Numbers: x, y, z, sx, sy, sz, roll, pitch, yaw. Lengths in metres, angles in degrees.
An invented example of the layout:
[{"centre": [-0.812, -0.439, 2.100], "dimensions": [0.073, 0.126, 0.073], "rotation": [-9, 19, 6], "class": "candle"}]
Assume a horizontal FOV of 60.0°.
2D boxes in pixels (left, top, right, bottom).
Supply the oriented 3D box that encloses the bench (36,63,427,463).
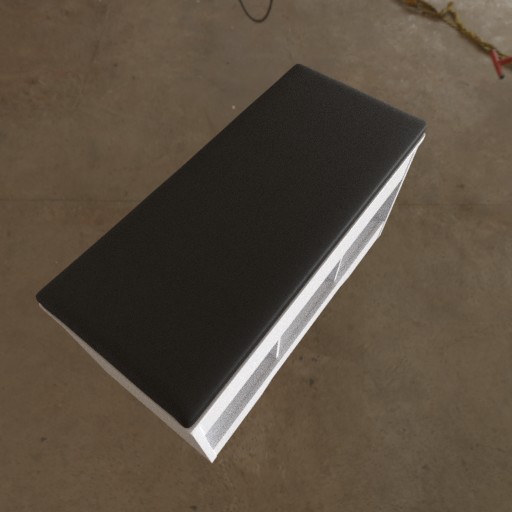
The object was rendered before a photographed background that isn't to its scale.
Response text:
[{"centre": [0.000, 0.000, 1.174], "dimensions": [0.401, 0.500, 0.899], "rotation": [33, 64, 18], "class": "bench"}]
